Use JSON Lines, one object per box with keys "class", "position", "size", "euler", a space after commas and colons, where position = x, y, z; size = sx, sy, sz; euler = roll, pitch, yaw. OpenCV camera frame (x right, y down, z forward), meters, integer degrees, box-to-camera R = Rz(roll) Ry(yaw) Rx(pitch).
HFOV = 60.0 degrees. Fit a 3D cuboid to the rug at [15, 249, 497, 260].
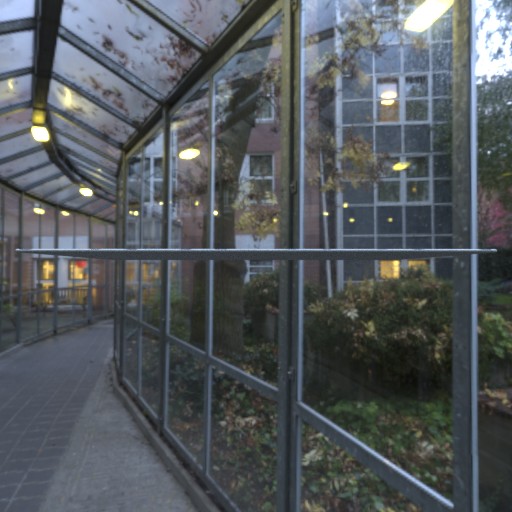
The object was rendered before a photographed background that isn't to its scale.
{"class": "rug", "position": [0.000, 0.000, 2.924], "size": [2.365, 0.017, 1.521], "euler": [0, -2, 0]}
